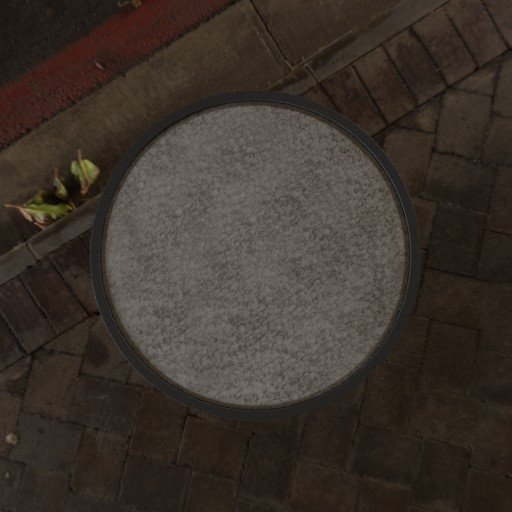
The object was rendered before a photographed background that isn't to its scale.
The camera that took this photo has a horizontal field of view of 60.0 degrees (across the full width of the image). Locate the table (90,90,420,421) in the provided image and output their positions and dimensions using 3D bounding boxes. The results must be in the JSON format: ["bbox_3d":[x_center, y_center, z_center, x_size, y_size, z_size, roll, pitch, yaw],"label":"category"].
[{"bbox_3d":[0.000,0.000,0.878,0.470,0.498,0.470,0,90,0],"label":"table"}]
